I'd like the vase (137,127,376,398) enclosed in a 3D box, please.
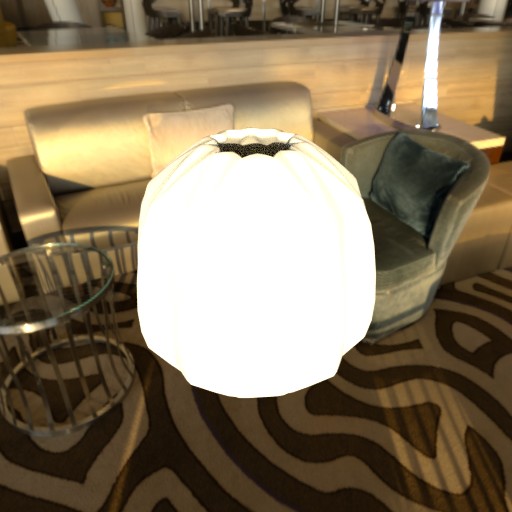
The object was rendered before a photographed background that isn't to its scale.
[{"bbox_3d":[0.000,0.000,0.255,0.139,0.134,0.139,0,31,0],"label":"vase"}]
